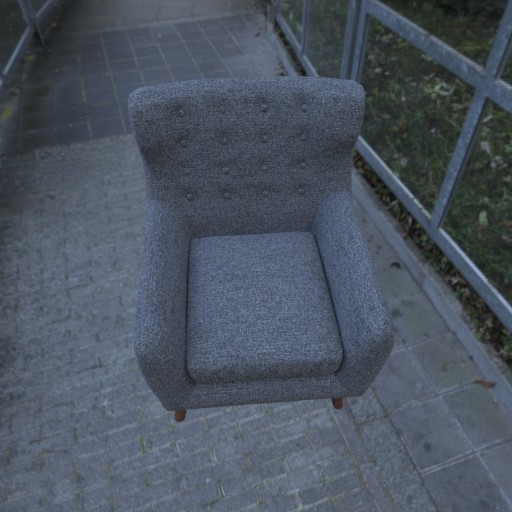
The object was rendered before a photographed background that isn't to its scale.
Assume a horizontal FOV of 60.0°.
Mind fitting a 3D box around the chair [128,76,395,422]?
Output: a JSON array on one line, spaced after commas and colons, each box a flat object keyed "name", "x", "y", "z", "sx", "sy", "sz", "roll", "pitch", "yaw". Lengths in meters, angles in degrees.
[{"name": "chair", "x": 0.000, "y": 0.000, "z": 1.740, "sx": 0.889, "sy": 1.039, "sz": 0.940, "roll": -3, "pitch": 46, "yaw": -3}]
